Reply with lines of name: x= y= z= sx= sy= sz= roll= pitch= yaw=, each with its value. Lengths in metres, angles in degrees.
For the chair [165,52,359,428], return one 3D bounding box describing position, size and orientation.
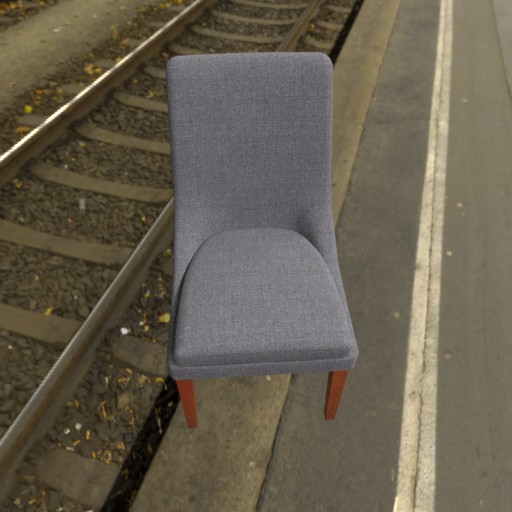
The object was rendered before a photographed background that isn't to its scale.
chair: x=0.000 y=0.000 z=1.333 sx=0.508 sy=0.952 sz=0.655 roll=-3 pitch=46 yaw=-2
